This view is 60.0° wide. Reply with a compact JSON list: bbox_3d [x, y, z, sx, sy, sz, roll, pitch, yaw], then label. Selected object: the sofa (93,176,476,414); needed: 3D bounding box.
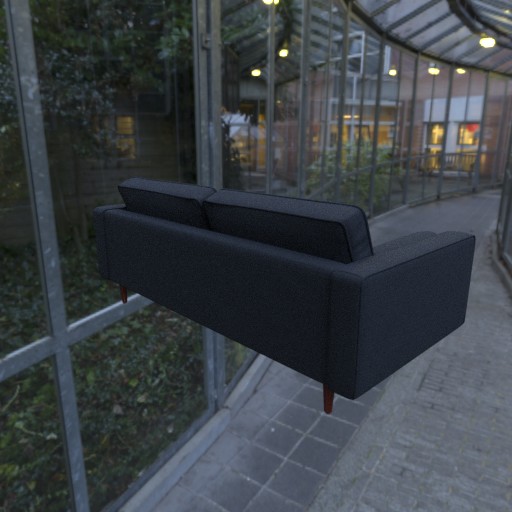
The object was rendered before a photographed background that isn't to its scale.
[{"bbox_3d":[0.000,0.000,2.329,0.914,0.759,1.875,-14,21,-42],"label":"sofa"}]
